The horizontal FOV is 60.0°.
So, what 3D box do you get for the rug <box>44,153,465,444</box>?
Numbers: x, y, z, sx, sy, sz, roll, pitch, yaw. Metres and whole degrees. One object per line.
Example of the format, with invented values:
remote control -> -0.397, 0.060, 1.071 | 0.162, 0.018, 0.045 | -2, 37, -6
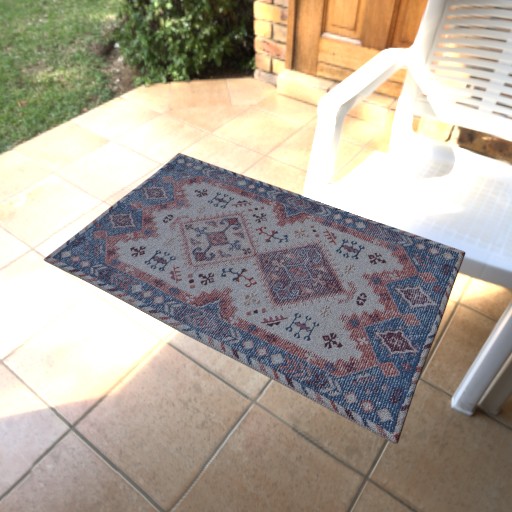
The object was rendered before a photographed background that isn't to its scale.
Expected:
rug -> 0.000, 0.000, 3.029 | 2.464, 0.023, 1.521 | 23, 50, 21
